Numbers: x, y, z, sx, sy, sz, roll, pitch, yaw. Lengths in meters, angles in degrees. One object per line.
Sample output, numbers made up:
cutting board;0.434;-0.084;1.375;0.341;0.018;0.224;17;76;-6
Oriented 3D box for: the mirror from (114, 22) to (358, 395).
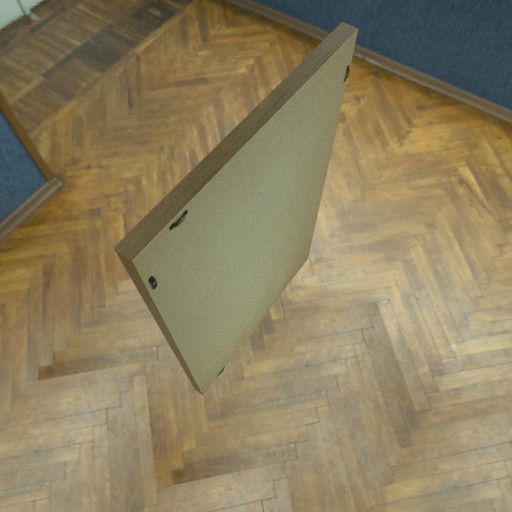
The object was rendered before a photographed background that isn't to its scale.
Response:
mirror;0.000;0.000;1.120;0.040;0.915;0.609;33;66;16
